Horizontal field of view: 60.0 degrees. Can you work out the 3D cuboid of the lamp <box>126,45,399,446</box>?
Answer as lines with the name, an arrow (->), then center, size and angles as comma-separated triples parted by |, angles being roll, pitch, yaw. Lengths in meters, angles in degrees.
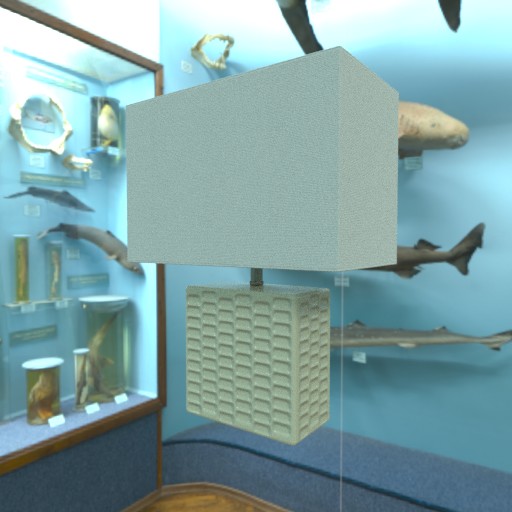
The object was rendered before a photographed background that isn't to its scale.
lamp -> 0.000, 0.000, 0.698 | 0.380, 0.515, 0.200 | 2, 3, 36
